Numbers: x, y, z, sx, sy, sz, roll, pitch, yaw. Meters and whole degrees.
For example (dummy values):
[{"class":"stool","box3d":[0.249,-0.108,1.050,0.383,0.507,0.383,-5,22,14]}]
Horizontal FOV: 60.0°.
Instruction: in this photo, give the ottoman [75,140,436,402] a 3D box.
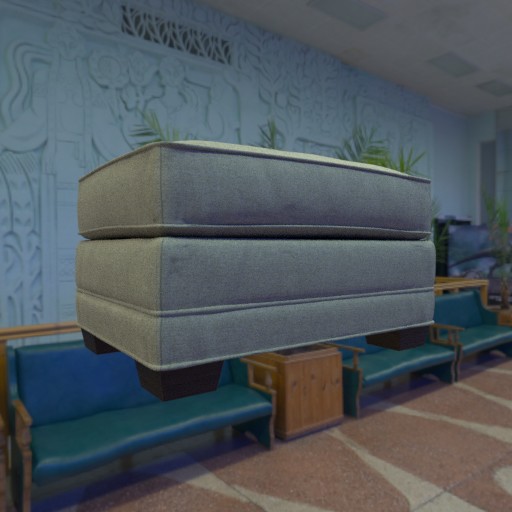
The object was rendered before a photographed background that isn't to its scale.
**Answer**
[{"class":"ottoman","box3d":[0.000,0.000,1.234,0.848,0.508,0.611,-1,2,-35]}]
